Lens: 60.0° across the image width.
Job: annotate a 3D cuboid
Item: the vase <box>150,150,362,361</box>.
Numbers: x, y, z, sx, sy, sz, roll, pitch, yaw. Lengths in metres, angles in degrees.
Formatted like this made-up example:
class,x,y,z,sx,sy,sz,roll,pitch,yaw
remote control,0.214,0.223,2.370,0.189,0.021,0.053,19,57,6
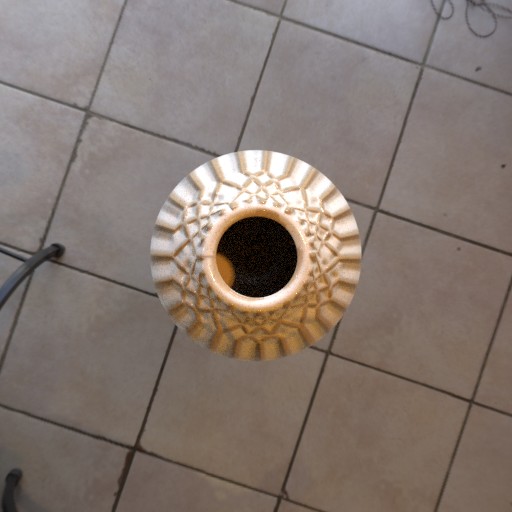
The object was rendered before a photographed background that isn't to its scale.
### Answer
class,x,y,z,sx,sy,sz,roll,pitch,yaw
vase,0.000,0.000,0.317,0.159,0.200,0.159,0,90,0
